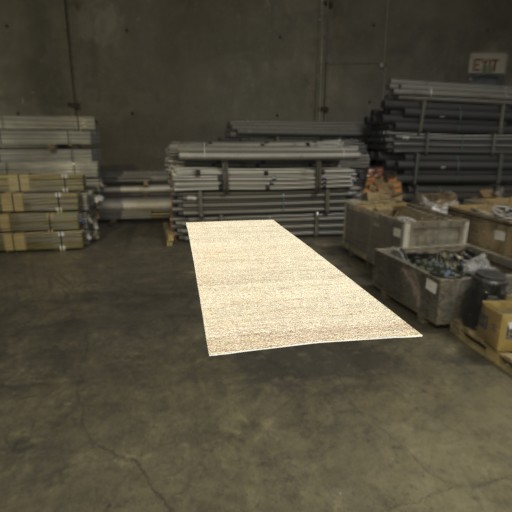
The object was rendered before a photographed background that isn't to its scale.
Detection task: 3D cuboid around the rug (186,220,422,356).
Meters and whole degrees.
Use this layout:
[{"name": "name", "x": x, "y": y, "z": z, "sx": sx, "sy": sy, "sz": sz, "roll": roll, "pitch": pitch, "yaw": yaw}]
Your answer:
[{"name": "rug", "x": 0.000, "y": 0.000, "z": 2.592, "sx": 0.741, "sy": 0.014, "sz": 2.390, "roll": -3, "pitch": 15, "yaw": -10}]
